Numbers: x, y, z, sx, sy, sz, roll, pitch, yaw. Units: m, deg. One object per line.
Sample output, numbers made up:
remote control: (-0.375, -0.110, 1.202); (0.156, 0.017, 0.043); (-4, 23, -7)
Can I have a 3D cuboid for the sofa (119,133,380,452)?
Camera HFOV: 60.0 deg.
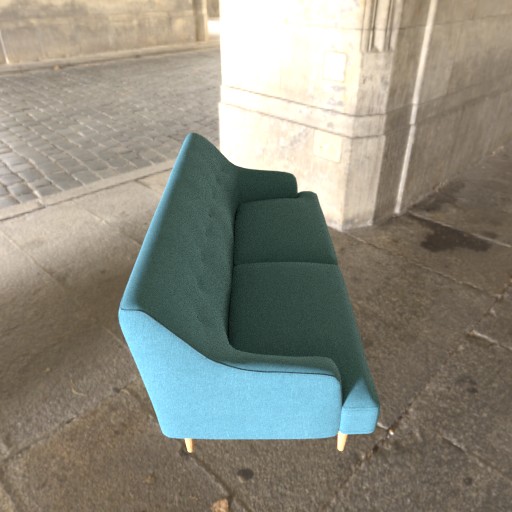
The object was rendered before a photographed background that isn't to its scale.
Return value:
sofa: (0.000, 0.000, 2.544); (0.978, 0.871, 2.057); (0, 32, -1)
